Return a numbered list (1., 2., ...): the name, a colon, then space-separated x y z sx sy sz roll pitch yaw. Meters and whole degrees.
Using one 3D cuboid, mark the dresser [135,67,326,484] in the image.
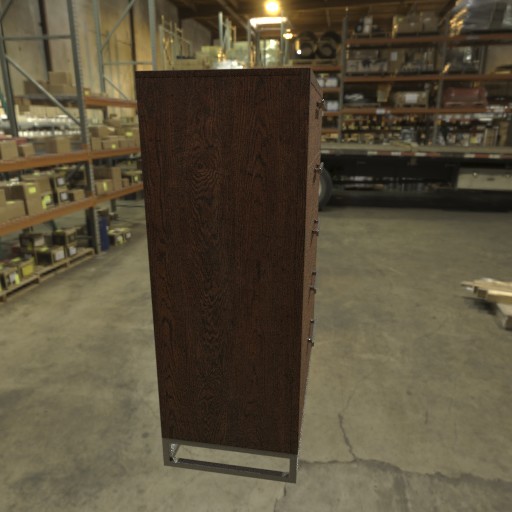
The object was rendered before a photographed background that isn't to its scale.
1. dresser: 0.000 0.000 1.817 0.508 1.321 0.965 3 17 10
